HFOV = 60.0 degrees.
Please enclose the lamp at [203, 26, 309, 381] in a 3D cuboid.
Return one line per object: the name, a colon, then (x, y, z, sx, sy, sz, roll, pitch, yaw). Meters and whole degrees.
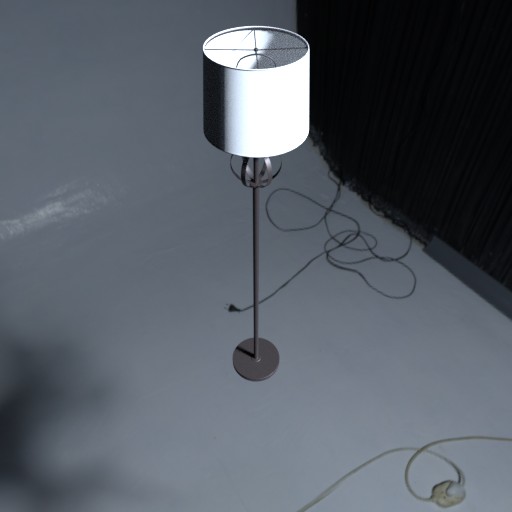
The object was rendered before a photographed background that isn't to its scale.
lamp: (0.000, 0.000, 1.588, 0.286, 1.462, 0.286, -25, 52, -22)
